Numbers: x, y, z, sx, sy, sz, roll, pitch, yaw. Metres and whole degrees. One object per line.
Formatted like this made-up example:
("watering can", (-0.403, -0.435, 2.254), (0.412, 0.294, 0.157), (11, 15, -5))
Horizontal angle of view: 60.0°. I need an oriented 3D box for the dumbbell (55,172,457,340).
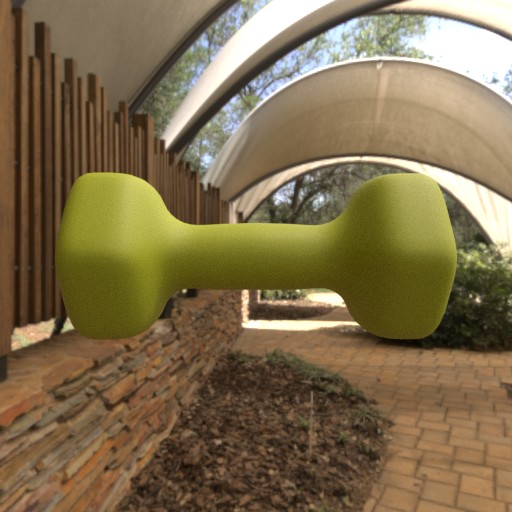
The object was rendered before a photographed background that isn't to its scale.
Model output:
("dumbbell", (0.000, 0.000, 0.203), (0.164, 0.072, 0.080), (0, 1, 0))
